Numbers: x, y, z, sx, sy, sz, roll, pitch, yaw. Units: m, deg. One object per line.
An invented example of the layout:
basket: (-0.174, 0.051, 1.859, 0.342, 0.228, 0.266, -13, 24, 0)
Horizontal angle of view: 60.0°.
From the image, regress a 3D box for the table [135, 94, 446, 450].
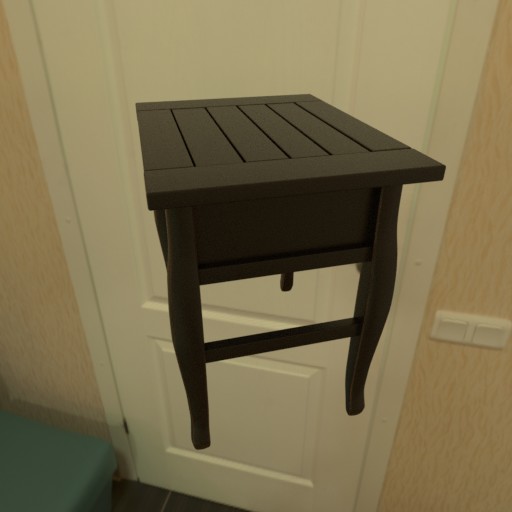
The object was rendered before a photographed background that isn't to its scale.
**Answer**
table: (0.000, 0.000, 1.045, 0.460, 0.604, 0.602, -8, 31, -13)
